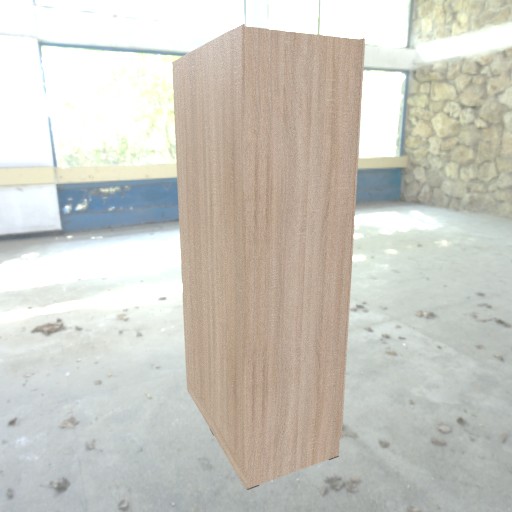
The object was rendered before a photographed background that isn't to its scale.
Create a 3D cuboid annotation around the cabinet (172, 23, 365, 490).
[{"bbox_3d":[0.000,0.000,2.498,0.590,2.121,1.001,-7,17,-25],"label":"cabinet"}]
